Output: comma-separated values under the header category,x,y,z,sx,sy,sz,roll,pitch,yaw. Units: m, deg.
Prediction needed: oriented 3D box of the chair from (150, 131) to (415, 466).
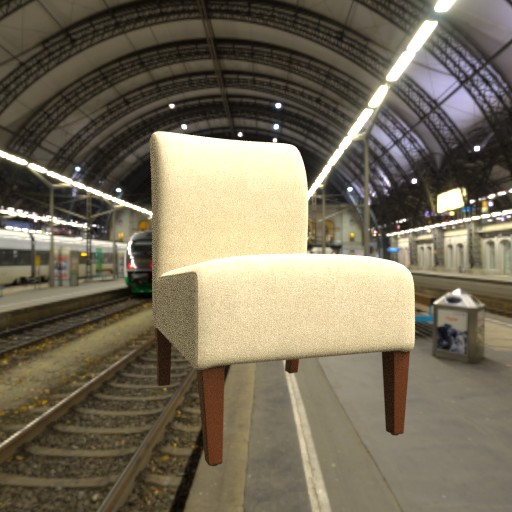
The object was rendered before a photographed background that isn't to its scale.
category,x,y,z,sx,sy,sz,roll,pitch,yaw
chair,0.000,0.000,1.267,0.521,0.833,0.754,0,-1,-20
